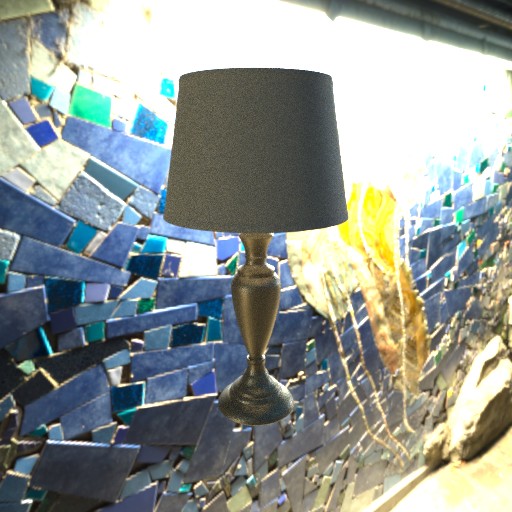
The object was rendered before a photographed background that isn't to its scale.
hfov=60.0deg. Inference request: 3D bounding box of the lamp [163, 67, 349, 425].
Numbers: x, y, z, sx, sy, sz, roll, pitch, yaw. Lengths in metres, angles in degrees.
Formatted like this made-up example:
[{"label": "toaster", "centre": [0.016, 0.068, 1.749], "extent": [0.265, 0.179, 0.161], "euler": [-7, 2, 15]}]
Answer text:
[{"label": "lamp", "centre": [0.000, 0.000, 0.819], "extent": [0.328, 0.612, 0.328], "euler": [0, 15, 0]}]
